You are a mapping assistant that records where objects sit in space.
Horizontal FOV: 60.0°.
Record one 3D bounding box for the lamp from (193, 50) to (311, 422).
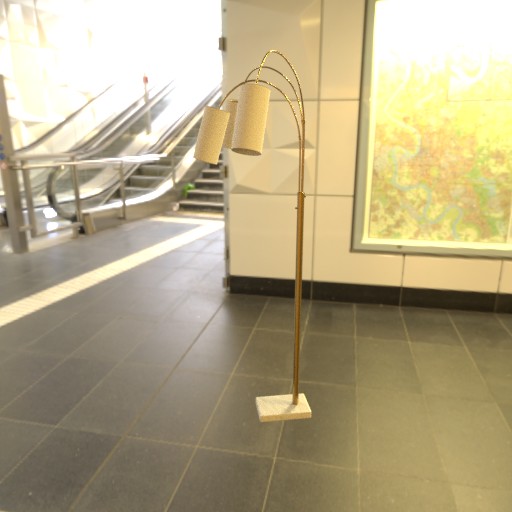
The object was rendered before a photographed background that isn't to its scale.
[{"bbox_3d":[0.000,0.000,2.503,0.667,2.055,1.020,-2,16,-8],"label":"lamp"}]
